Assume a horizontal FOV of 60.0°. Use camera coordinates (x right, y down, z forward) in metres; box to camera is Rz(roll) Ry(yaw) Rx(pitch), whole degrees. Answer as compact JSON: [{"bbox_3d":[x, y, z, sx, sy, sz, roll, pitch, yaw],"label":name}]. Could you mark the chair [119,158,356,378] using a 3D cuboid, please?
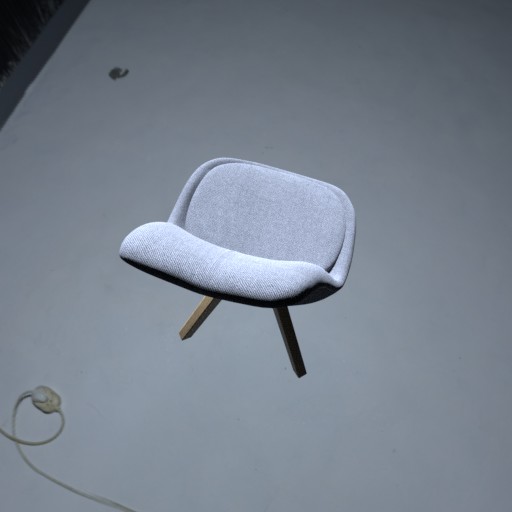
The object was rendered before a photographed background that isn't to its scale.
[{"bbox_3d":[0.000,0.000,1.188,0.485,0.850,0.550,16,65,8],"label":"chair"}]
